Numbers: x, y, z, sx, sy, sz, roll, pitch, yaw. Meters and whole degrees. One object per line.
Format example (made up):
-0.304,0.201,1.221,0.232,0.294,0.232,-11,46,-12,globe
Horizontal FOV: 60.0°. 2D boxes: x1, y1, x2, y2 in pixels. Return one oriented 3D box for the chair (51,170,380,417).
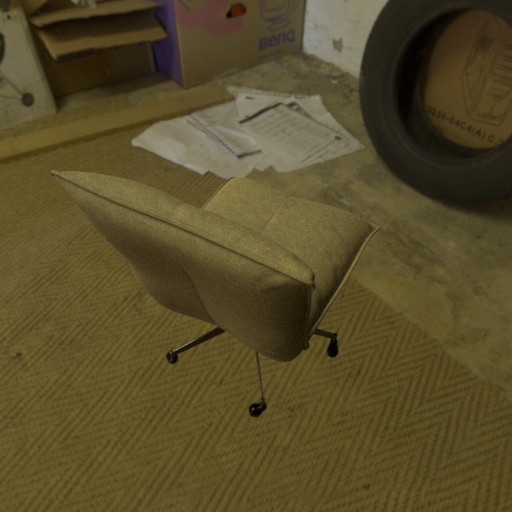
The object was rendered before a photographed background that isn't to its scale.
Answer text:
0.000,0.000,1.295,0.597,0.811,0.696,23,51,20,chair
